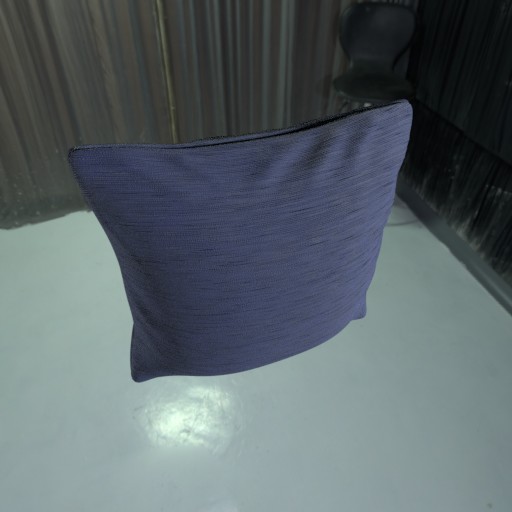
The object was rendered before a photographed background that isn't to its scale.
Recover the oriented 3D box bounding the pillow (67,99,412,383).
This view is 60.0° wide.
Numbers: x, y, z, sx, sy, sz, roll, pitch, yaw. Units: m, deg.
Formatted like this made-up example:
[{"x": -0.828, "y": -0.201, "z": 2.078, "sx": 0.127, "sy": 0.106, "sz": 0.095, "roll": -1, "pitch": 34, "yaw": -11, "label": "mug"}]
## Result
[{"x": 0.000, "y": 0.000, "z": 0.652, "sx": 0.432, "sy": 0.414, "sz": 0.246, "roll": -13, "pitch": 42, "yaw": -15, "label": "pillow"}]
